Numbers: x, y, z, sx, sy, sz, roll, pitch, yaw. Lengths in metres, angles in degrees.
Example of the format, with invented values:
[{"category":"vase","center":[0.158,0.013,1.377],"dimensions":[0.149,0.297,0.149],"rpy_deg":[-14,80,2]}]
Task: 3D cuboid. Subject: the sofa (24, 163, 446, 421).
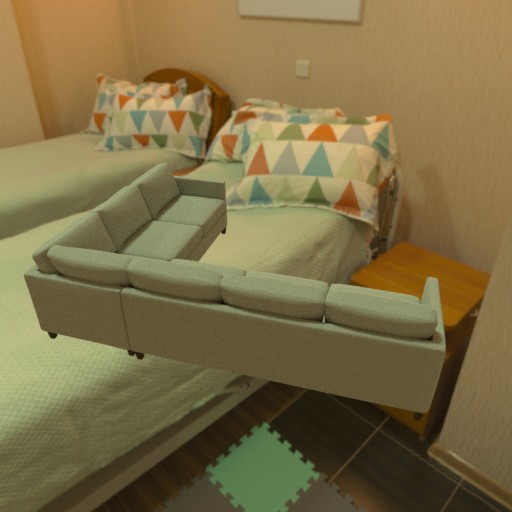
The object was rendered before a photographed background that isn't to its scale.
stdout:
[{"category":"sofa","center":[0.000,0.000,4.396],"dimensions":[3.333,0.934,2.522],"rpy_deg":[8,32,14]}]
